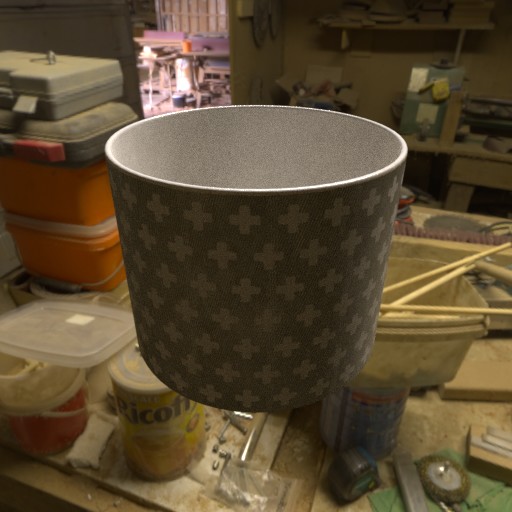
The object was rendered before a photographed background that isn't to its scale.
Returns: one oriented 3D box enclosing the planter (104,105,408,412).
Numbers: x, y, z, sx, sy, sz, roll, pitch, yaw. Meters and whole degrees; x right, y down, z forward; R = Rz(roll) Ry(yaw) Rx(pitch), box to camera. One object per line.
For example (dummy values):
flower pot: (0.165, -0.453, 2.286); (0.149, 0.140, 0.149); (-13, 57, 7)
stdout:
planter: (0.000, 0.000, 0.334); (0.190, 0.181, 0.190); (0, 30, 0)
